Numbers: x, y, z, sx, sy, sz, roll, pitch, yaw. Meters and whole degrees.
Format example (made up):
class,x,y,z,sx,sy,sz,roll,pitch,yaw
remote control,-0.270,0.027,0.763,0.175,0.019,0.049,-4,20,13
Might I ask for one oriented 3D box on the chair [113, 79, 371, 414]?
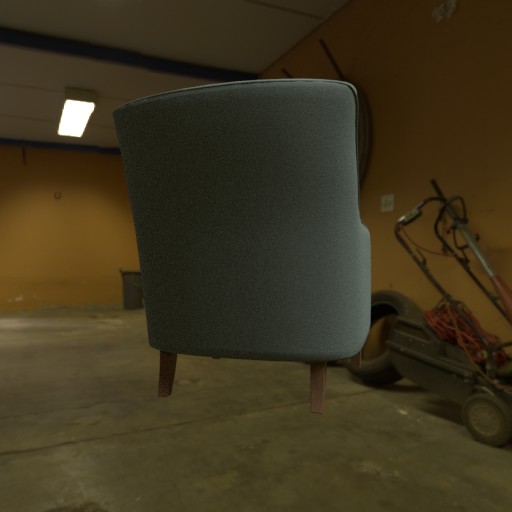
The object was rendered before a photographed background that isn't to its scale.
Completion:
class,x,y,z,sx,sy,sz,roll,pitch,yaw
chair,0.000,0.000,1.564,0.756,0.916,0.879,0,-1,18
